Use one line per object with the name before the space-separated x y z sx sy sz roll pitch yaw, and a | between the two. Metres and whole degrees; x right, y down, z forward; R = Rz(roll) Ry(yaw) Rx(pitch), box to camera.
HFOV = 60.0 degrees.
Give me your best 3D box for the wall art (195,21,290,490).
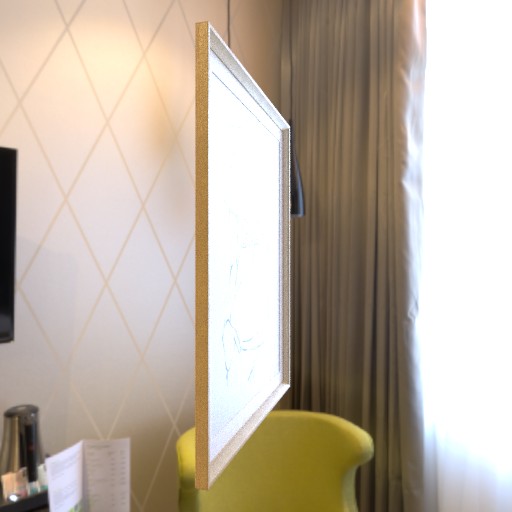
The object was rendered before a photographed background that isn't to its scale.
wall art | 0.000 0.000 1.331 0.030 1.002 0.798 0 0 17
